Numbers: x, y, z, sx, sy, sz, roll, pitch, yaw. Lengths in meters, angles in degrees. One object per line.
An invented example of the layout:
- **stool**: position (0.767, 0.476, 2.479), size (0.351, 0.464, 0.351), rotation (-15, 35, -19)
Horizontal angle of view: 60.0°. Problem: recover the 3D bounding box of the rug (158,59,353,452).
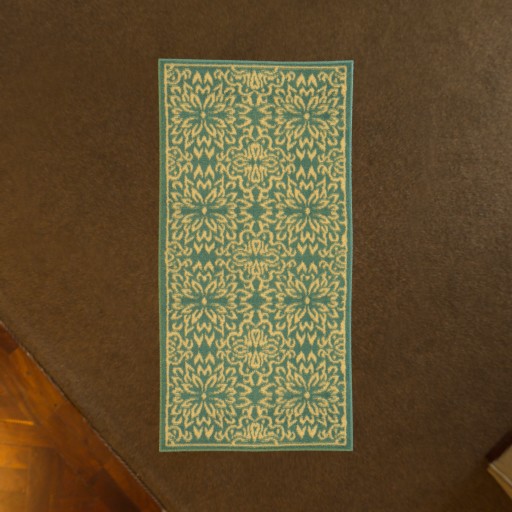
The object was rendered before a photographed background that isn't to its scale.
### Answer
- **rug**: position (0.000, 0.000, 1.377), size (0.604, 0.007, 1.219), rotation (0, 90, -1)
